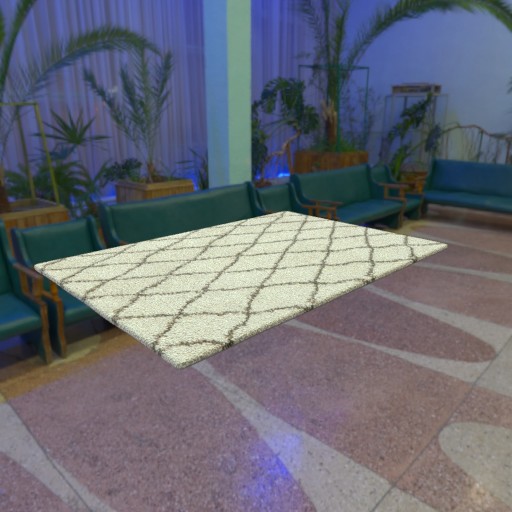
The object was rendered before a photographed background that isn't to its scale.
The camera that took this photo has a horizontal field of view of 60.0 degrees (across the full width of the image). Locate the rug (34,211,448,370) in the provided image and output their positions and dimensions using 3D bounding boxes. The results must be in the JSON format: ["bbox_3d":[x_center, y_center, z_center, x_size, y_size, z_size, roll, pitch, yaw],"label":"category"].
[{"bbox_3d":[0.000,0.000,2.283,1.778,0.030,1.219,-16,24,-41],"label":"rug"}]
